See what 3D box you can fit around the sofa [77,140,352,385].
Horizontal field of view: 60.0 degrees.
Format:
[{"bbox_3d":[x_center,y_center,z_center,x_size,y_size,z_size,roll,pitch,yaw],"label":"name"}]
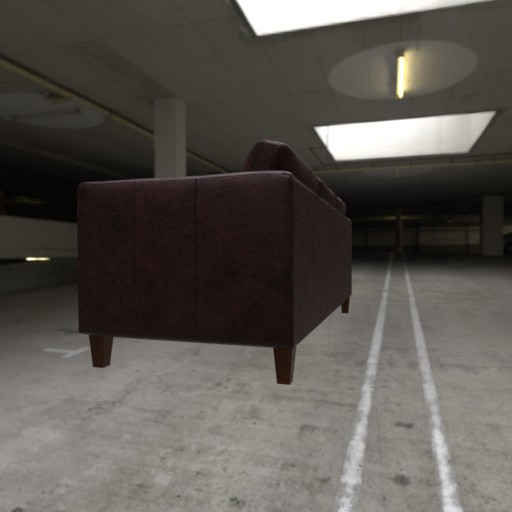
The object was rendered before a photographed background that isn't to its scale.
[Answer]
[{"bbox_3d":[0.000,0.000,2.975,1.045,1.006,2.464,0,0,17],"label":"sofa"}]
